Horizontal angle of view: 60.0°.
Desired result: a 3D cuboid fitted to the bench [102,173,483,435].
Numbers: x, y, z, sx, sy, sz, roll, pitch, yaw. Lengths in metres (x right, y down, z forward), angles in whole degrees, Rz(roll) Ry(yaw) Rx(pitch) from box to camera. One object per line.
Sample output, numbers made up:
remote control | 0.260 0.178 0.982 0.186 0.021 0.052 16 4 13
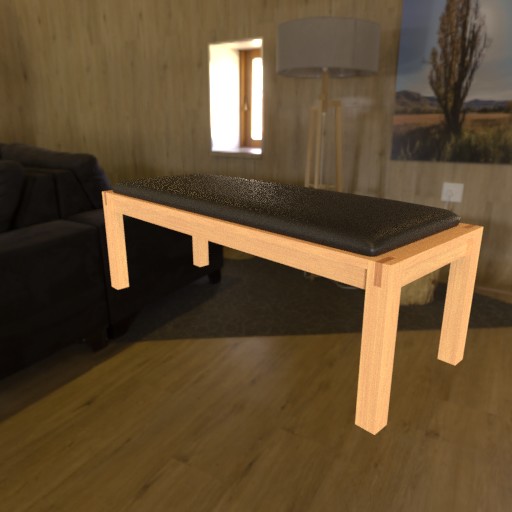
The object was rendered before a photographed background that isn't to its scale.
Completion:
bench | 0.000 0.000 1.442 0.450 0.430 1.202 -16 23 -41
